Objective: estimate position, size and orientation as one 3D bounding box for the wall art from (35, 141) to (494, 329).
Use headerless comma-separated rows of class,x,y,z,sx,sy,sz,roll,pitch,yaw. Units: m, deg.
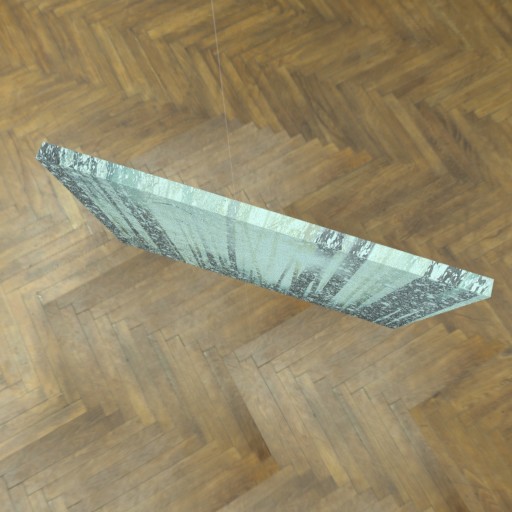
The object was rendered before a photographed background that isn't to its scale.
wall art,0.000,0.000,1.146,0.919,0.598,0.038,17,76,5
